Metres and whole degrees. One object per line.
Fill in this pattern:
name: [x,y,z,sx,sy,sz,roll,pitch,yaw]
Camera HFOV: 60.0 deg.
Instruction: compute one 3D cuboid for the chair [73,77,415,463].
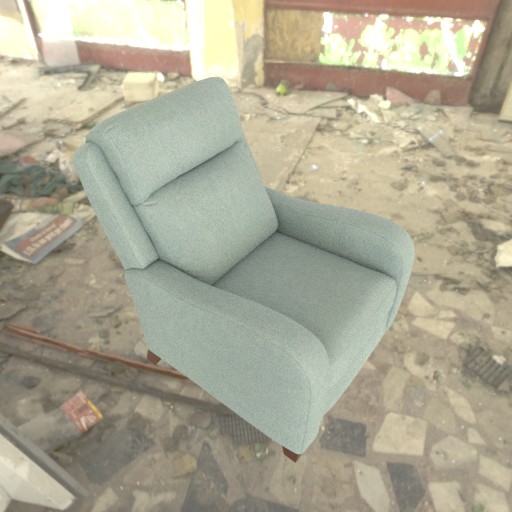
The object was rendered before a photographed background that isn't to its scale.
chair: [0.000,0.000,1.698,0.988,1.067,0.785,26,47,27]
